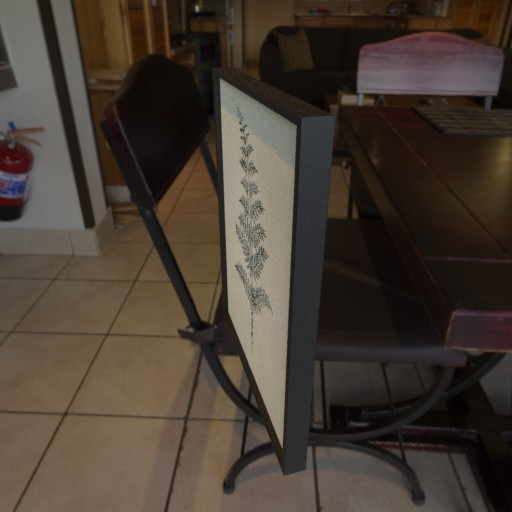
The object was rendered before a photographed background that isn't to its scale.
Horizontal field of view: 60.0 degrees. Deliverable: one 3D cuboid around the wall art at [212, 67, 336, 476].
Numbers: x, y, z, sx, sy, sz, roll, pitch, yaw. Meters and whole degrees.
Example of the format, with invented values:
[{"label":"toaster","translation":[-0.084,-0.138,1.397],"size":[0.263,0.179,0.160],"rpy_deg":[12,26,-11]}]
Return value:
[{"label":"wall art","translation":[0.000,0.000,0.763],"size":[0.039,0.555,0.449],"rpy_deg":[-8,30,-14]}]
